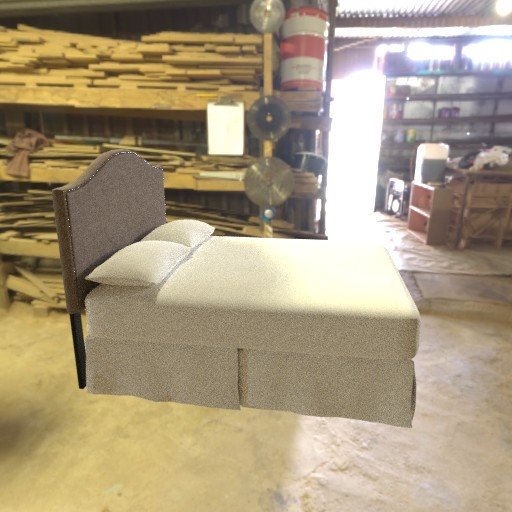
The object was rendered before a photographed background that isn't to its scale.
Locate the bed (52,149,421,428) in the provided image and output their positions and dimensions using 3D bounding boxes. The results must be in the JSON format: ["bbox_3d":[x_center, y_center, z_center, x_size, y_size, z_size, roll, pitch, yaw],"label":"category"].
[{"bbox_3d":[0.000,0.000,3.277,2.153,1.518,1.713,2,16,8],"label":"bed"}]
